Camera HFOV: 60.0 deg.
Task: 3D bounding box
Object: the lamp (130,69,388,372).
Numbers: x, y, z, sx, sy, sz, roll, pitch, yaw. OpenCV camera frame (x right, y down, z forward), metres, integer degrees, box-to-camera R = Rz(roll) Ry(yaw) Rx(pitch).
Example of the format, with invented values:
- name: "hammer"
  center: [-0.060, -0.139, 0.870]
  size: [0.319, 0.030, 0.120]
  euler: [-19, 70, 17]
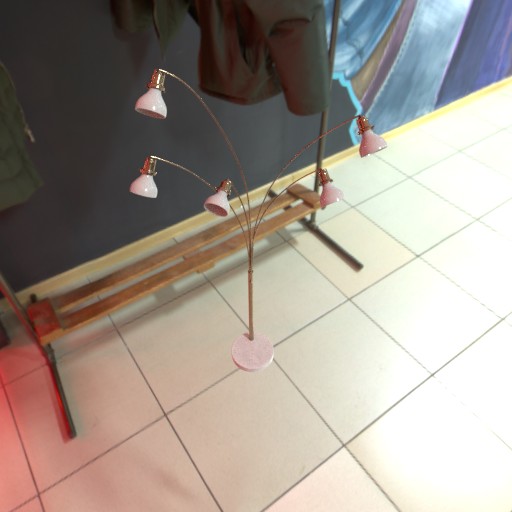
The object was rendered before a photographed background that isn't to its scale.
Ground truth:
- name: "lamp"
  center: [0.000, 0.000, 2.934]
  size: [1.405, 2.423, 0.361]
  euler: [-2, 46, -2]
